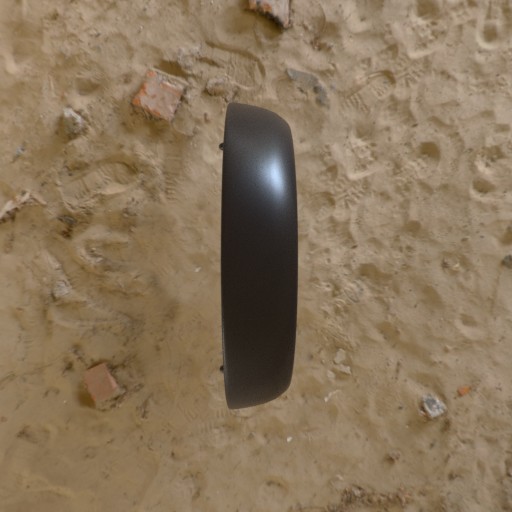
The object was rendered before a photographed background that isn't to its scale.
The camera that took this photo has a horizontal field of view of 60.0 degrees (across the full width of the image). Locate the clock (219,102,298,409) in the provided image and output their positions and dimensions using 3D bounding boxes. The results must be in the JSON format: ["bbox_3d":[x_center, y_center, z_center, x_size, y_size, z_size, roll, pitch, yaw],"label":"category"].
[{"bbox_3d":[0.000,0.000,0.459,0.060,0.300,0.300,0,90,-1],"label":"clock"}]
